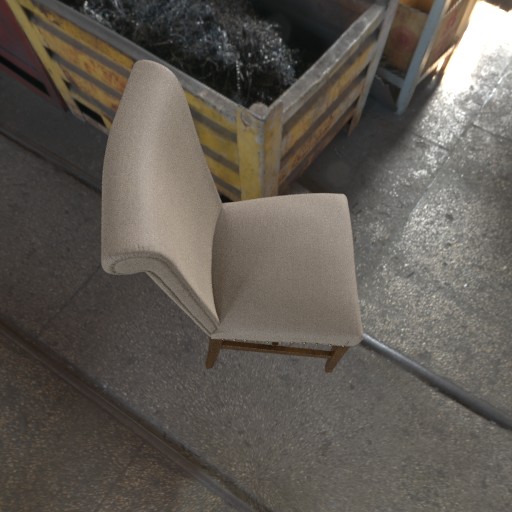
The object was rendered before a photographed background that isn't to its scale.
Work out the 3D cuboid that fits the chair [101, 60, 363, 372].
[{"bbox_3d":[0.000,0.000,1.314,0.608,0.988,0.513,-1,63,0],"label":"chair"}]
